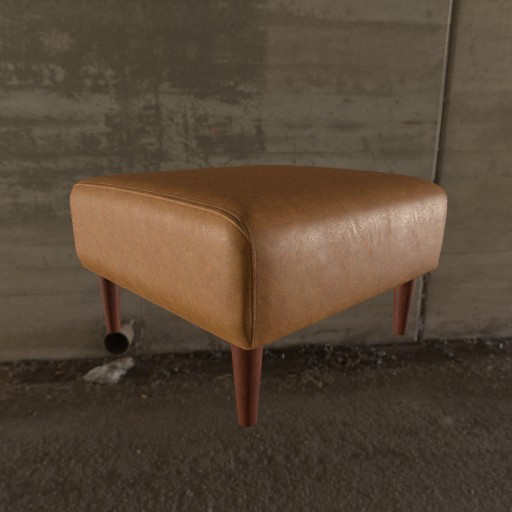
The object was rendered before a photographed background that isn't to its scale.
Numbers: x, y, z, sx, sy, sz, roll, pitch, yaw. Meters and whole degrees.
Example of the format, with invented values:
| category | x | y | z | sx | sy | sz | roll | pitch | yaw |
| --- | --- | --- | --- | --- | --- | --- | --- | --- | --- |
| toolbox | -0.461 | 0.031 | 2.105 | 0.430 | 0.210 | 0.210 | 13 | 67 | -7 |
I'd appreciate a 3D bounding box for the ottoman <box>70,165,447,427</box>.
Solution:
| category | x | y | z | sx | sy | sz | roll | pitch | yaw |
| --- | --- | --- | --- | --- | --- | --- | --- | --- | --- |
| ottoman | 0.000 | 0.000 | 1.069 | 0.650 | 0.399 | 0.650 | -14 | 21 | -41 |
